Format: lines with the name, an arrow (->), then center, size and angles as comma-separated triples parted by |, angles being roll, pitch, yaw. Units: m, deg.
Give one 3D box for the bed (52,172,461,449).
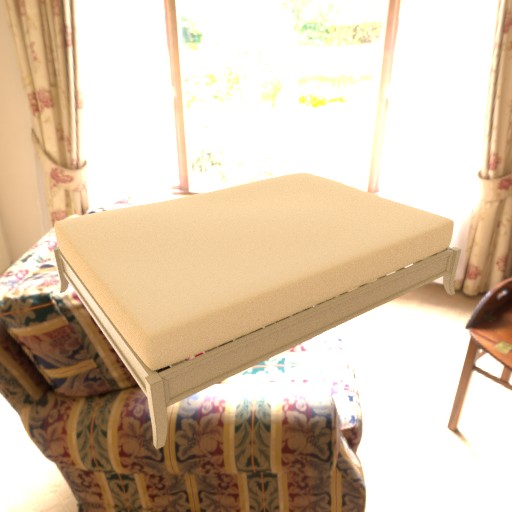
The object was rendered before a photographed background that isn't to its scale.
bed -> 0.000, 0.000, 2.642 | 1.985, 0.510, 1.460 | -18, 31, -32
